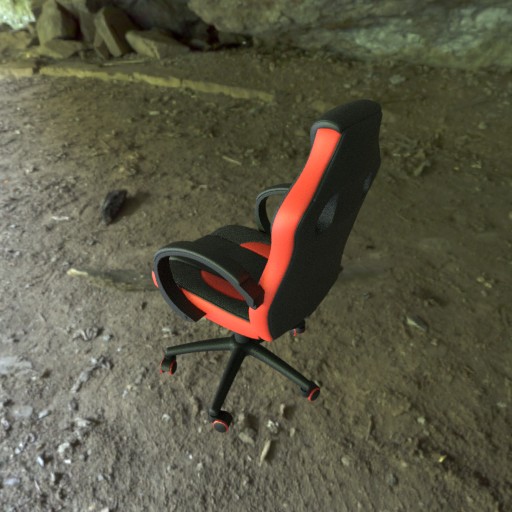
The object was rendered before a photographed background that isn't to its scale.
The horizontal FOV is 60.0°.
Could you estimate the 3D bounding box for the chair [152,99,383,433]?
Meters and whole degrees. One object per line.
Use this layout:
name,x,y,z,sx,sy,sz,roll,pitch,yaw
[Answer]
chair,0.000,0.000,1.406,0.642,1.016,0.600,21,38,30
